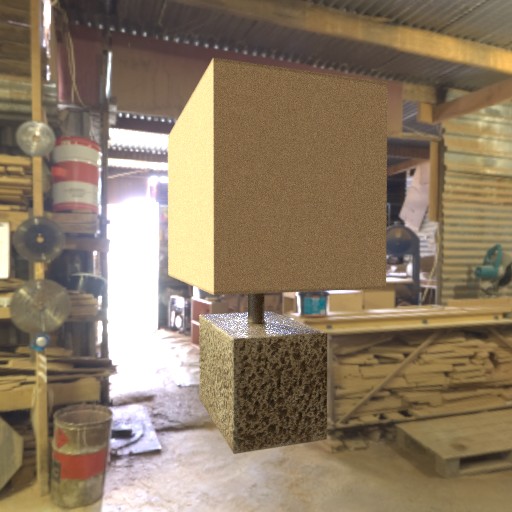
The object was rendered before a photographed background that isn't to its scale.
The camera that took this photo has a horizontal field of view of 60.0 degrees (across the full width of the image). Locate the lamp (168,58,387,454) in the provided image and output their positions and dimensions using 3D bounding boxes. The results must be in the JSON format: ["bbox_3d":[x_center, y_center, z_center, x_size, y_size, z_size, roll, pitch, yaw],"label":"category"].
[{"bbox_3d":[0.000,0.000,0.560,0.180,0.411,0.294,0,1,-19],"label":"lamp"}]
